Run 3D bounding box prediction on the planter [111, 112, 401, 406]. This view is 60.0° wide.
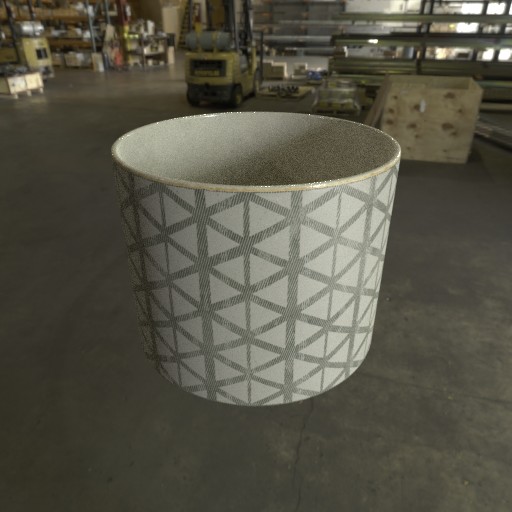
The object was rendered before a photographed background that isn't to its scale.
[{"bbox_3d":[0.000,0.000,0.345,0.190,0.181,0.190,0,29,0],"label":"planter"}]
